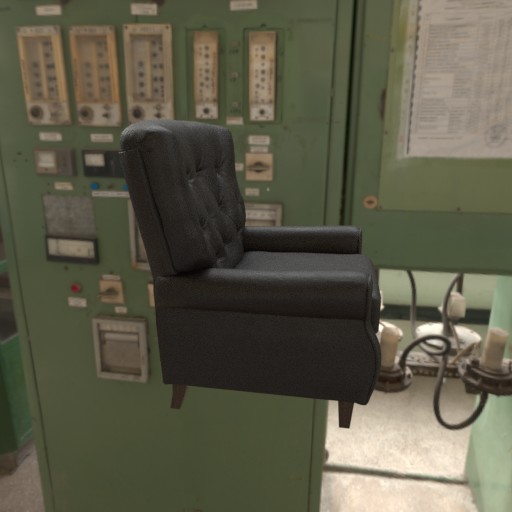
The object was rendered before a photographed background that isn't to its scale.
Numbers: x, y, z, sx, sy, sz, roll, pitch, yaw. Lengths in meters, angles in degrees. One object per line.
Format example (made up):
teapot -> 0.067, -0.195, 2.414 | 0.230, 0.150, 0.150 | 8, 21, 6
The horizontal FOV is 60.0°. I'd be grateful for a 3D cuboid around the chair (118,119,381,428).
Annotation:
chair -> 0.000, 0.000, 1.962 | 1.058, 1.158, 0.948 | 3, 17, 10
